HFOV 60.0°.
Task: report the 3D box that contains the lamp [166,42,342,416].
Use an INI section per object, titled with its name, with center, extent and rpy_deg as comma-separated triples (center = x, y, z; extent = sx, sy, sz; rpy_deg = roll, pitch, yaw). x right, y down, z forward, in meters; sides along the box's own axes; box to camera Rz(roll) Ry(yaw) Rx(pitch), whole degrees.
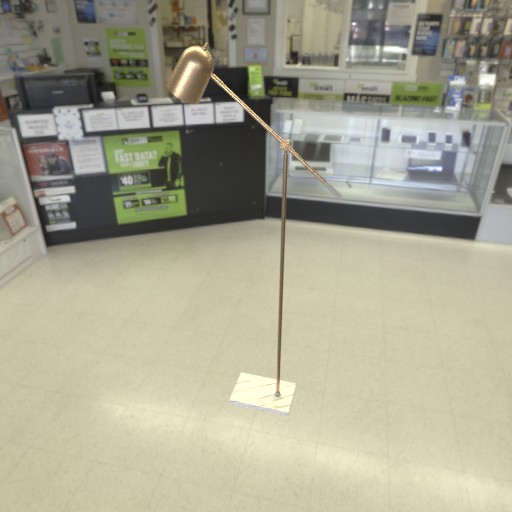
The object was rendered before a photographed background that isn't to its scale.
[lamp]
center = 0.000, 0.000, 1.840
extent = 0.653, 1.594, 0.194
rpy_deg = 8, 30, 13
